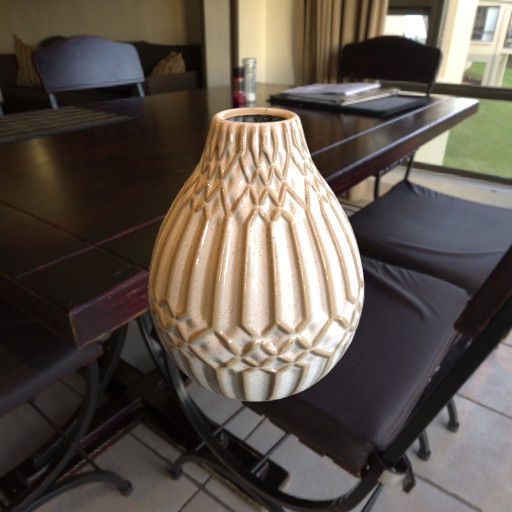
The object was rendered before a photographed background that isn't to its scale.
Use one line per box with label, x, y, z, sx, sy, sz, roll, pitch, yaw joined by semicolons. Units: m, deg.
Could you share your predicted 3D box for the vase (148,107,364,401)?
vase;0.000;0.000;0.323;0.159;0.200;0.159;0;28;0
